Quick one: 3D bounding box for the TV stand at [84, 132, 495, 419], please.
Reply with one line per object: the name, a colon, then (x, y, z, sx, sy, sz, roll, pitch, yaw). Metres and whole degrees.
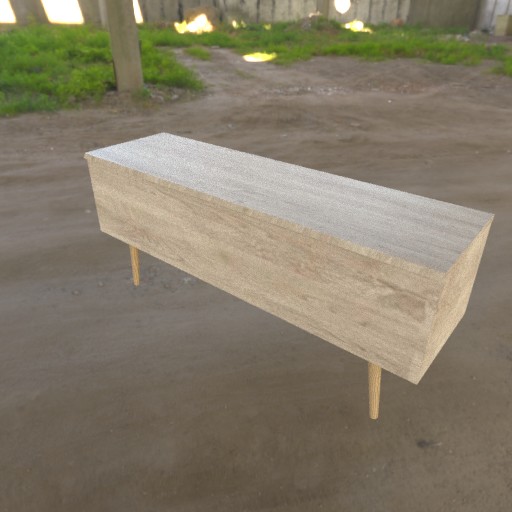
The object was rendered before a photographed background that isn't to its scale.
TV stand: (0.000, 0.000, 1.535, 1.313, 0.565, 0.401, 22, 37, 33)
